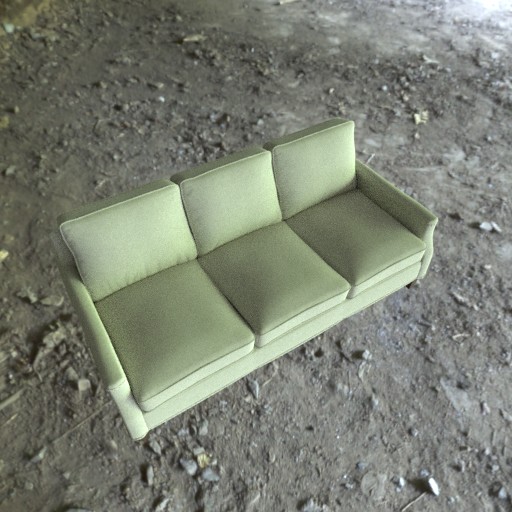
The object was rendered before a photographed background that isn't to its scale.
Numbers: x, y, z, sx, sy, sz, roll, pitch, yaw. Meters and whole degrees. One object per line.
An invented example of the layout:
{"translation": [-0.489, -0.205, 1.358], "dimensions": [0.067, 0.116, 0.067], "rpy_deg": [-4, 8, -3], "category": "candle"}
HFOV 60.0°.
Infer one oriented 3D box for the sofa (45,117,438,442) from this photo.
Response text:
{"translation": [0.000, 0.000, 2.839], "dimensions": [2.246, 1.003, 1.084], "rpy_deg": [-25, 51, -21], "category": "sofa"}
